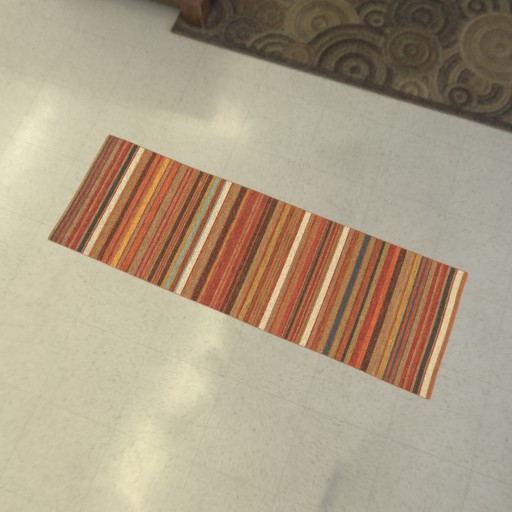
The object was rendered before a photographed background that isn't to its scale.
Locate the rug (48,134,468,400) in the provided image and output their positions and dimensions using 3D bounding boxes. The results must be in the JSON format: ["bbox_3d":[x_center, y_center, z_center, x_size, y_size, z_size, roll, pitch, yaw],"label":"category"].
[{"bbox_3d":[0.000,0.000,2.695,2.444,0.030,0.799,22,76,6],"label":"rug"}]
